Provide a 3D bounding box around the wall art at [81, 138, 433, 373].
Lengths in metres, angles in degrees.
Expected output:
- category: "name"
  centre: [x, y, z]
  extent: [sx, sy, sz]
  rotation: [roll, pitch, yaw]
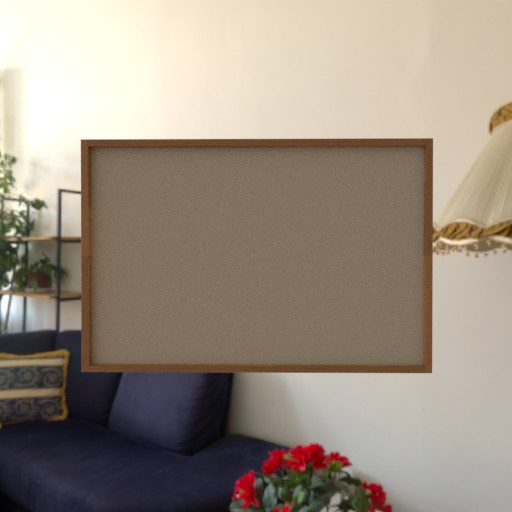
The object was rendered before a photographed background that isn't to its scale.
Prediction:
- category: "wall art"
  centre: [0.000, 0.000, 1.162]
  extent: [0.914, 0.607, 0.023]
  rotation: [0, 1, 1]
